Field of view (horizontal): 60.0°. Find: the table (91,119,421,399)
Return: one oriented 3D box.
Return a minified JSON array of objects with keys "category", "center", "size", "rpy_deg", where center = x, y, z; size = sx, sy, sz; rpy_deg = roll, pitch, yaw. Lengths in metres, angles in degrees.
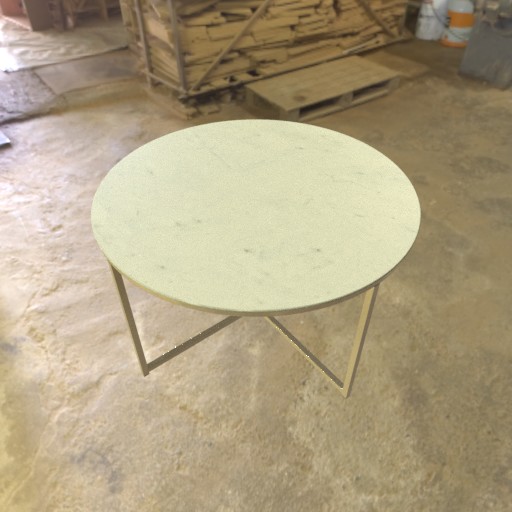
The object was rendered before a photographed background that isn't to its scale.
[{"category":"table","center":[0.000,0.000,1.264],"size":[0.800,0.450,0.800],"rpy_deg":[0,42,0]}]
